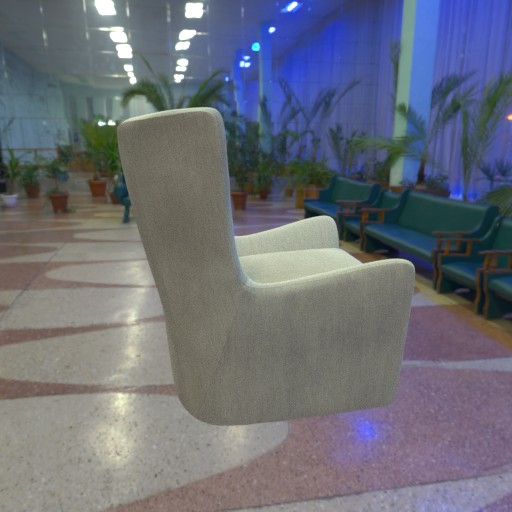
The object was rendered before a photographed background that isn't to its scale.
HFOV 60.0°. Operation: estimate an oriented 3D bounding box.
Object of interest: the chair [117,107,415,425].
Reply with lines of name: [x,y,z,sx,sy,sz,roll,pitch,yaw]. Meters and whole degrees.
chair: [0.000,0.000,1.638,0.904,1.000,0.779,-2,16,-9]
